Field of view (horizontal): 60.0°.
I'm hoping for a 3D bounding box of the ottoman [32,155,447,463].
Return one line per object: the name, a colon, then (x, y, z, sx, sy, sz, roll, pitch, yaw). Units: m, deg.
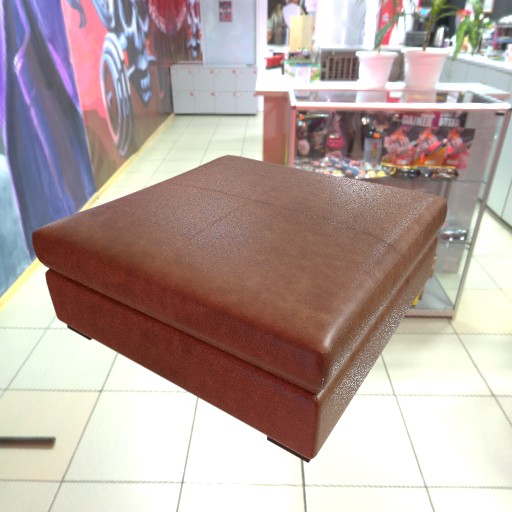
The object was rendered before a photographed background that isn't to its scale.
ottoman: (0.000, 0.000, 1.789, 1.168, 0.483, 1.169, 18, 34, 29)
